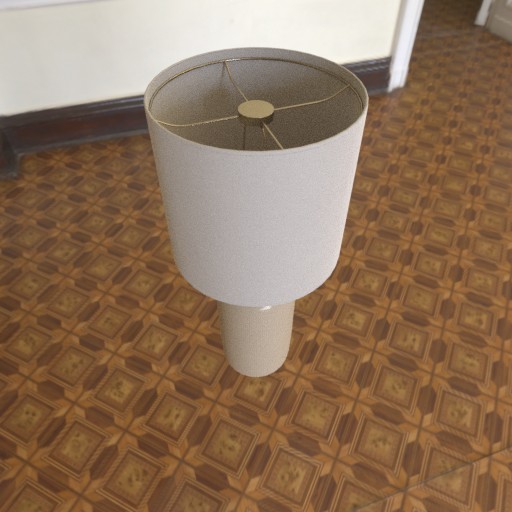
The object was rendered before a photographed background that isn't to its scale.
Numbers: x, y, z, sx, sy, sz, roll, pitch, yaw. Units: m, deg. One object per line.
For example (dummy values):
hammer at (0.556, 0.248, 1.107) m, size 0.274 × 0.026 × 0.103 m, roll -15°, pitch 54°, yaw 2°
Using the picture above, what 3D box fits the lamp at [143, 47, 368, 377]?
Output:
lamp at (0.000, 0.000, 0.612) m, size 0.220 × 0.475 × 0.220 m, roll -4°, pitch 46°, yaw -4°
